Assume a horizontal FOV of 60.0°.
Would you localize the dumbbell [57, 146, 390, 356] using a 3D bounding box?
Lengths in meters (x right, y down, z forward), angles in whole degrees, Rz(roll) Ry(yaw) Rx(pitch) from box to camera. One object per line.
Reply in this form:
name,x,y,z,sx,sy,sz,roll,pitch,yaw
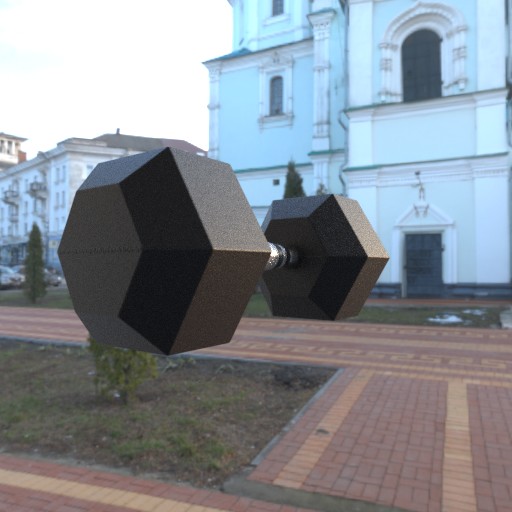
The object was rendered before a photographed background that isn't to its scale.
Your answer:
dumbbell,0.000,0.000,0.472,0.173,0.150,0.384,-1,-2,37
